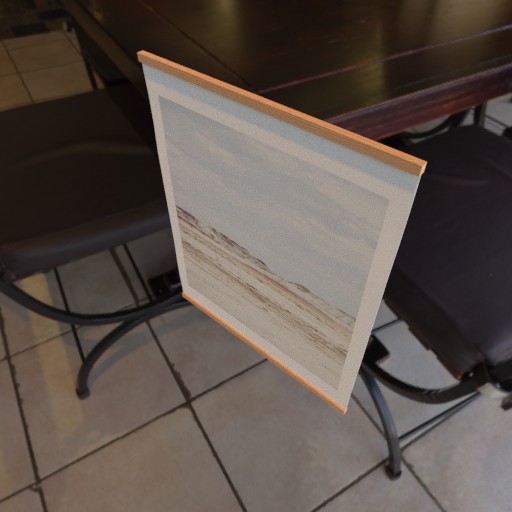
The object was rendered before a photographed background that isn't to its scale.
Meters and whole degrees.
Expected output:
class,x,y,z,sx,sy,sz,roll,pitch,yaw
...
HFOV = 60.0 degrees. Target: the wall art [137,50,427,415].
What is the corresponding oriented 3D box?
class,x,y,z,sx,sy,sz,roll,pitch,yaw
wall art,0.000,0.000,0.676,0.404,0.507,0.010,31,53,27
